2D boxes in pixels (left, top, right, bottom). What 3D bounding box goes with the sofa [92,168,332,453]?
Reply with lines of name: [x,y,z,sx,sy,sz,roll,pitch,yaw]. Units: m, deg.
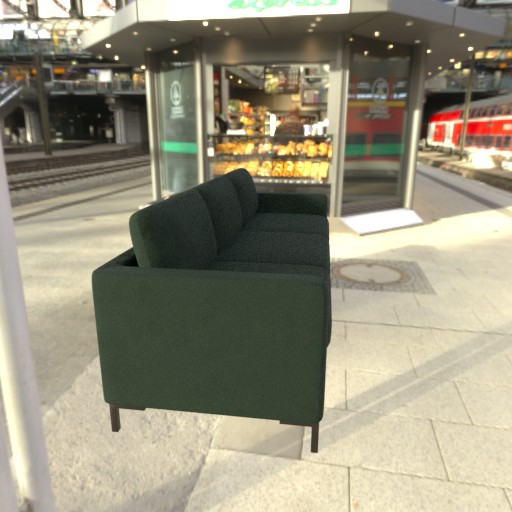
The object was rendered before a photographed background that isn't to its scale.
sofa: [0.000,0.000,2.606,0.859,0.870,2.218,2,16,8]
